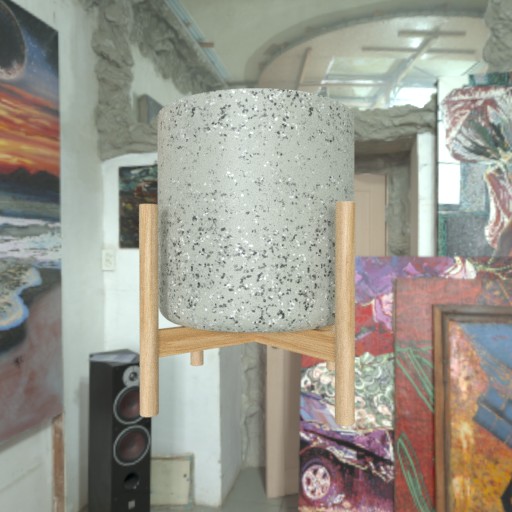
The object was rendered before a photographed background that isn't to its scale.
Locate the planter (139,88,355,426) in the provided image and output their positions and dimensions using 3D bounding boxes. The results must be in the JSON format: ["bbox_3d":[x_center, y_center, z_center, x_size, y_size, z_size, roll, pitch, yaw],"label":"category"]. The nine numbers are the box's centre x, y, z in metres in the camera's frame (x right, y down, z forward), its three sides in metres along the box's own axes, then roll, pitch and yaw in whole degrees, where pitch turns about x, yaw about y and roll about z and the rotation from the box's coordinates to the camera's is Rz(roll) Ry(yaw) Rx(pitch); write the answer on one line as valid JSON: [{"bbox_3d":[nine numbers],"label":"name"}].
[{"bbox_3d":[0.000,0.000,0.702,0.360,0.419,0.360,0,1,-16],"label":"planter"}]
